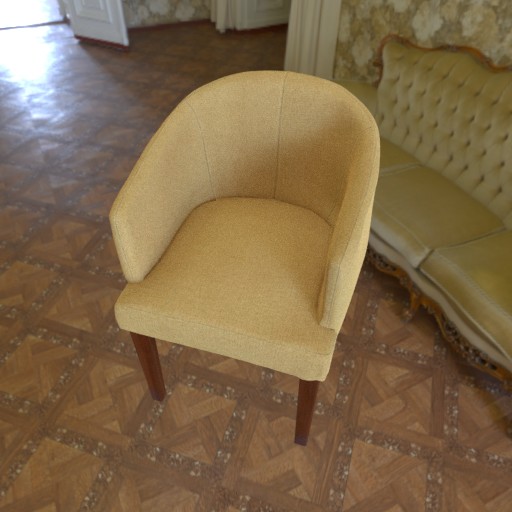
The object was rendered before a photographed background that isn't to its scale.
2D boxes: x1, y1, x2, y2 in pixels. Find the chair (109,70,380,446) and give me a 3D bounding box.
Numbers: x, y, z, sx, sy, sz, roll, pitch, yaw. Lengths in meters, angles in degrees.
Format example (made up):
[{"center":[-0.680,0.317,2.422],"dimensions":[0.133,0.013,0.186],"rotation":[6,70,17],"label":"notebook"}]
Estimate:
[{"center":[0.000,0.000,1.247],"dimensions":[0.583,0.811,0.655],"rotation":[12,43,13],"label":"chair"}]
